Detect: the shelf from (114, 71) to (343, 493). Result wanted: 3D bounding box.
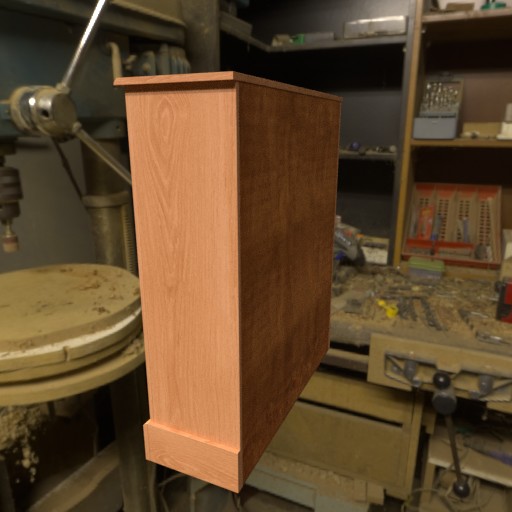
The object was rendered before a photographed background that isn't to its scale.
[{"bbox_3d":[0.000,0.000,1.395,0.291,0.980,0.840,7,18,24],"label":"shelf"}]
